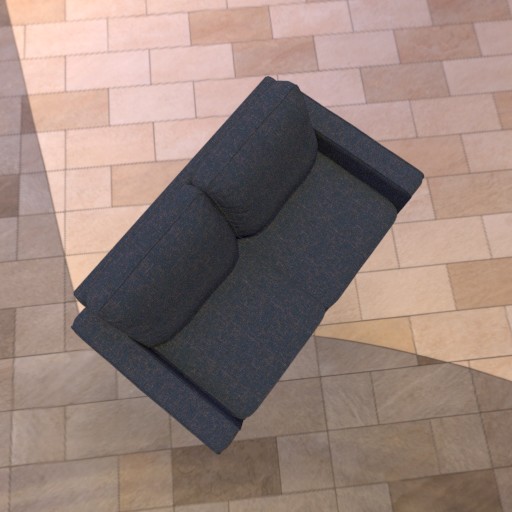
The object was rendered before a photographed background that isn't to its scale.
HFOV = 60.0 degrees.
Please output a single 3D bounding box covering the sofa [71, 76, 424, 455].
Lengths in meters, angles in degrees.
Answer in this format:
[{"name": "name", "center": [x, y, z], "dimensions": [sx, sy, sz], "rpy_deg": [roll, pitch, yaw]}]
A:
[{"name": "sofa", "center": [0.000, 0.000, 2.314], "dimensions": [0.947, 0.918, 1.709], "rpy_deg": [37, 78, 9]}]
